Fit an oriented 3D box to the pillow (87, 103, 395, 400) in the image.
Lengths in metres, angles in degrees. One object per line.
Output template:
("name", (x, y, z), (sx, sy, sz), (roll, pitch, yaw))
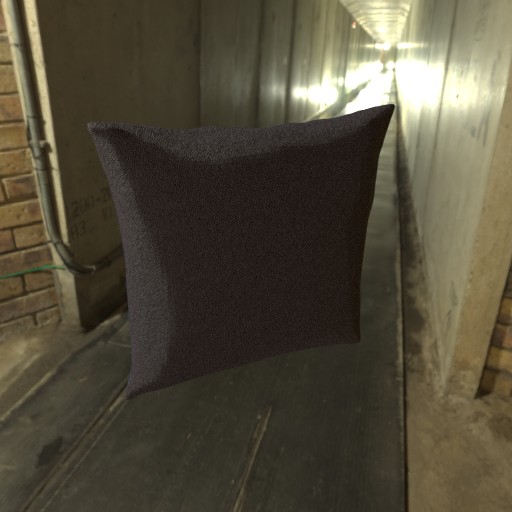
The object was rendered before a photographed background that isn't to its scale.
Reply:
("pillow", (0.000, 0.000, 0.697), (0.452, 0.439, 0.204), (-10, 27, -20))
